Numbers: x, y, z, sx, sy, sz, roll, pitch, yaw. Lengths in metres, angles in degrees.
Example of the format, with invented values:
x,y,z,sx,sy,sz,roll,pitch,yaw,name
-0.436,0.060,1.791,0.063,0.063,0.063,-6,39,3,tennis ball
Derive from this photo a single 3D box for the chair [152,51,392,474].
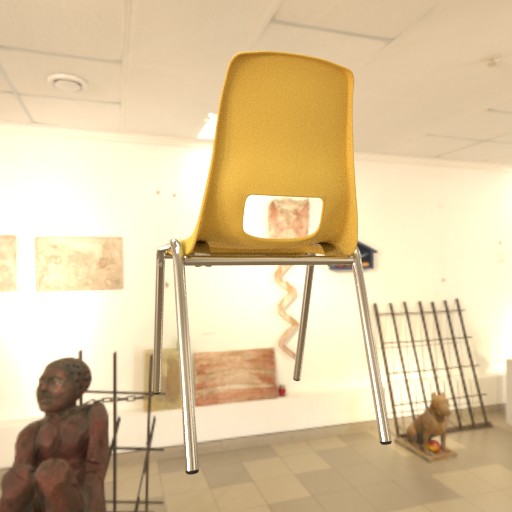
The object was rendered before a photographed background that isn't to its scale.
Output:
x,y,z,sx,sy,sz,roll,pitch,yaw,name
0.000,0.000,0.911,0.381,0.653,0.436,0,0,-18,chair
